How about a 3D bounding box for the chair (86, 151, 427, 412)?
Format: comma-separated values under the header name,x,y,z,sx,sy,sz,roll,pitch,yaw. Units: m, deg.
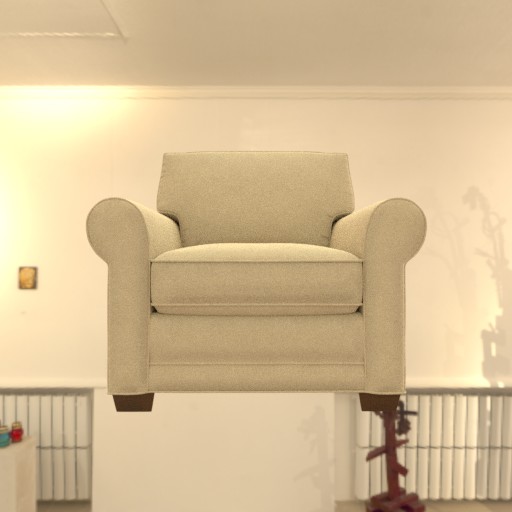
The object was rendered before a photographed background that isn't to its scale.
name,x,y,z,sx,sy,sz,roll,pitch,yaw
chair,0.000,0.000,1.747,1.040,0.955,0.863,0,0,0
